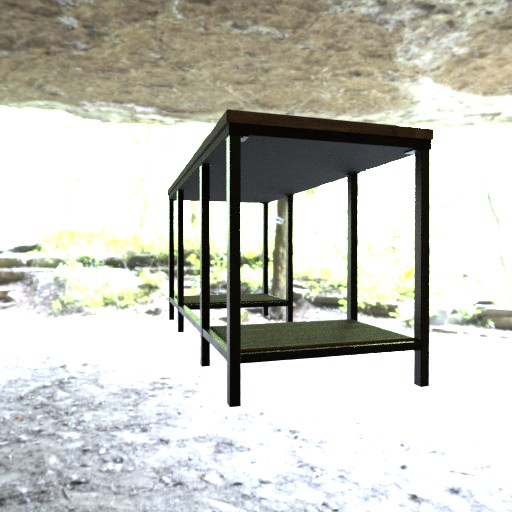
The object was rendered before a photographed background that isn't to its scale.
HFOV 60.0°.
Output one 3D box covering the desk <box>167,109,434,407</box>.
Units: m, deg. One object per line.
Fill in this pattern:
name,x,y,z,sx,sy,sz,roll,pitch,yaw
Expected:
desk,0.000,0.000,1.940,0.617,0.753,1.538,0,1,-17
